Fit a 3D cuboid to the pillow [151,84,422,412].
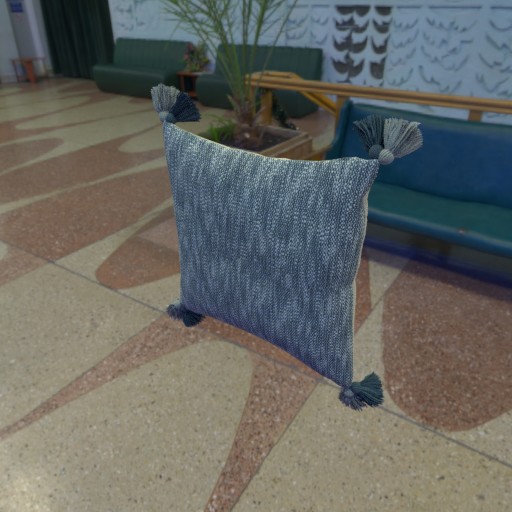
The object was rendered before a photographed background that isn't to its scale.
[{"bbox_3d":[0.000,0.000,0.922,0.614,0.634,0.138,19,35,30],"label":"pillow"}]
